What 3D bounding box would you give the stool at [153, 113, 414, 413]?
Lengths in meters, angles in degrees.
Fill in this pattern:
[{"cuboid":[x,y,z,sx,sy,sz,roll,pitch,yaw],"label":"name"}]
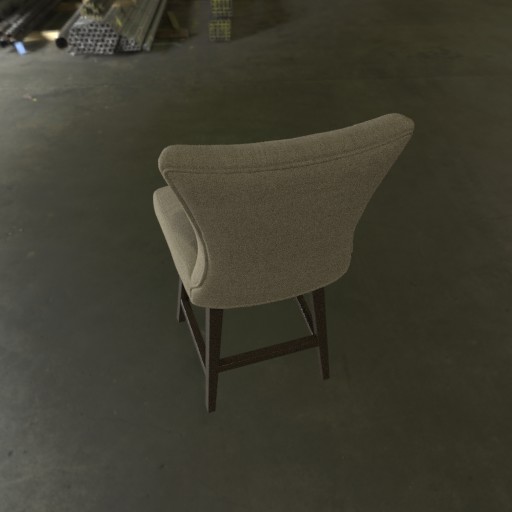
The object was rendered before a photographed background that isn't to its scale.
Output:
[{"cuboid":[0.000,0.000,1.313,0.514,1.000,0.574,-12,43,-13],"label":"stool"}]
